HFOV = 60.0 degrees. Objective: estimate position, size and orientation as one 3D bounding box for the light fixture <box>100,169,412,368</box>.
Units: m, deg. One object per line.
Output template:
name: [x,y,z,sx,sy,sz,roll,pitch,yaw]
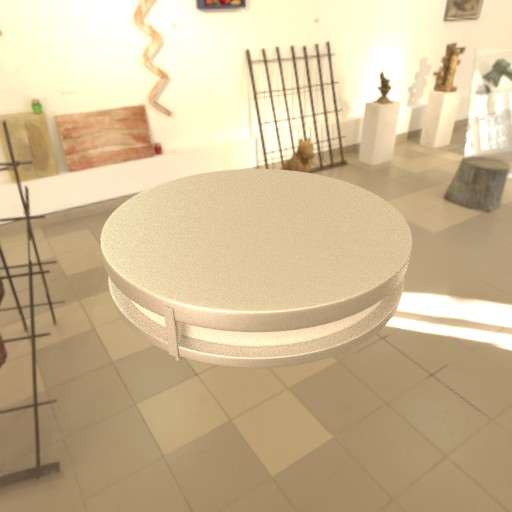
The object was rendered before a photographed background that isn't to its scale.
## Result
light fixture: [0.000,0.000,0.551,0.356,0.102,0.356,0,31,0]
